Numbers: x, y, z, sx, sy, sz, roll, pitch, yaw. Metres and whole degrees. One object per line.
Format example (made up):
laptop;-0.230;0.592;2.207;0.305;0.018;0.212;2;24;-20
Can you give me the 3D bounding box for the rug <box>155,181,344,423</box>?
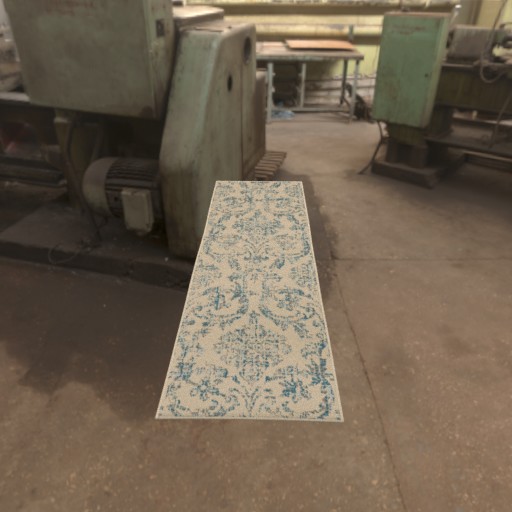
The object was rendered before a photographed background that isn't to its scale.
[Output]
rug;0.000;0.000;2.481;0.662;0.011;2.196;1;32;1
